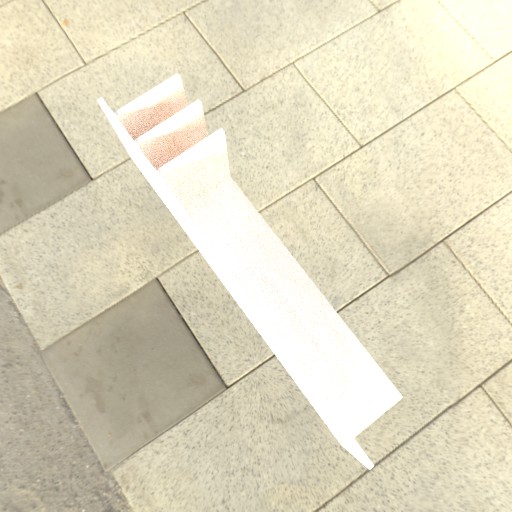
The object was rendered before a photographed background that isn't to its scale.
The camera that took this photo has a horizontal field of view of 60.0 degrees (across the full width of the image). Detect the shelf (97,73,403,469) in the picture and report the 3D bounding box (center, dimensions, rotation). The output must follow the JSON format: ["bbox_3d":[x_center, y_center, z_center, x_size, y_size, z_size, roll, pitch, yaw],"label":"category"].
[{"bbox_3d":[0.000,0.000,1.128,0.200,0.300,1.020,-36,78,-8],"label":"shelf"}]
